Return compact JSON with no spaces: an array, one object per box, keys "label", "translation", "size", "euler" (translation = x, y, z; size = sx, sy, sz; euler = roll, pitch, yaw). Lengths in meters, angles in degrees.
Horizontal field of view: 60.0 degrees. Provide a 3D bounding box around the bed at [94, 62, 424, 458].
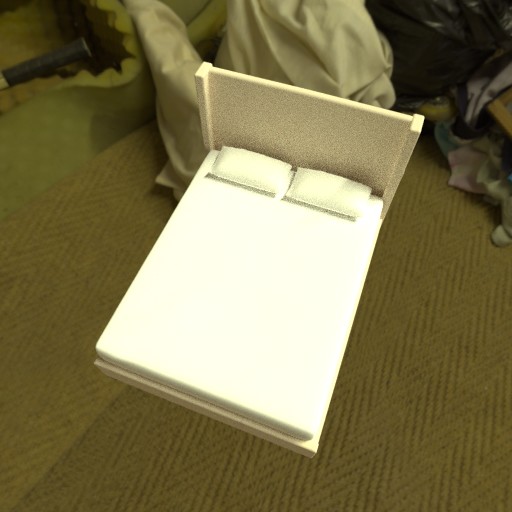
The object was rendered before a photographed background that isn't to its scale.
[{"label":"bed","translation":[0.000,0.000,3.476],"size":[1.778,1.471,2.293],"euler":[18,61,11]}]
